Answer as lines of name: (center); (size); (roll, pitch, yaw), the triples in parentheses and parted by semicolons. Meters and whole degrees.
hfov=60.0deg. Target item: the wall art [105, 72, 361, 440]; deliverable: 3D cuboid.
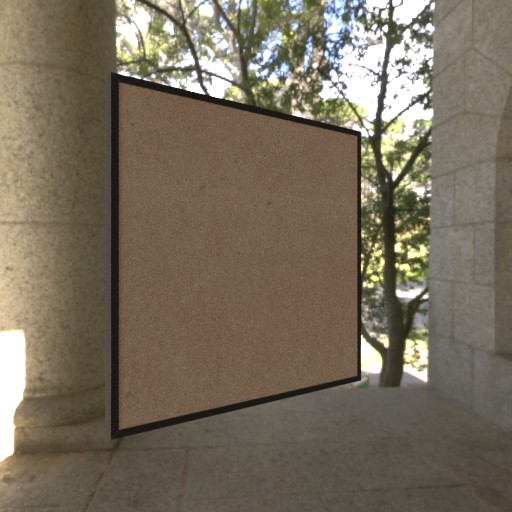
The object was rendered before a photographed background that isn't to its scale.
wall art: (0.000, 0.000, 1.152); (0.762, 0.762, 0.038); (0, 0, -35)
